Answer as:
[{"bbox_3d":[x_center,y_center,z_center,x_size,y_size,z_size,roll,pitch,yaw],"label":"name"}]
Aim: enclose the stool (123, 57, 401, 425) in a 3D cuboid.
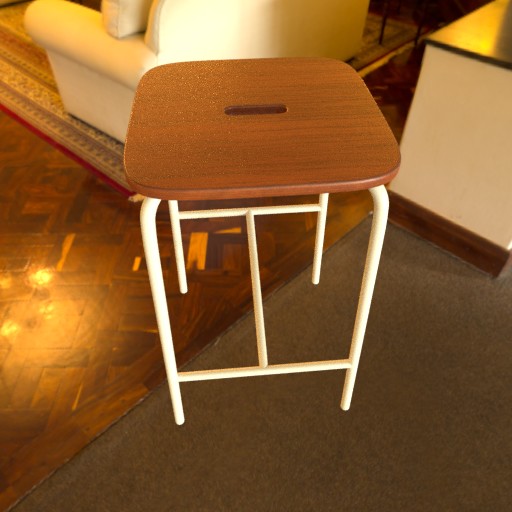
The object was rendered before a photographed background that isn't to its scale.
[{"bbox_3d":[0.000,0.000,0.858,0.376,0.610,0.376,-4,46,-4],"label":"stool"}]
